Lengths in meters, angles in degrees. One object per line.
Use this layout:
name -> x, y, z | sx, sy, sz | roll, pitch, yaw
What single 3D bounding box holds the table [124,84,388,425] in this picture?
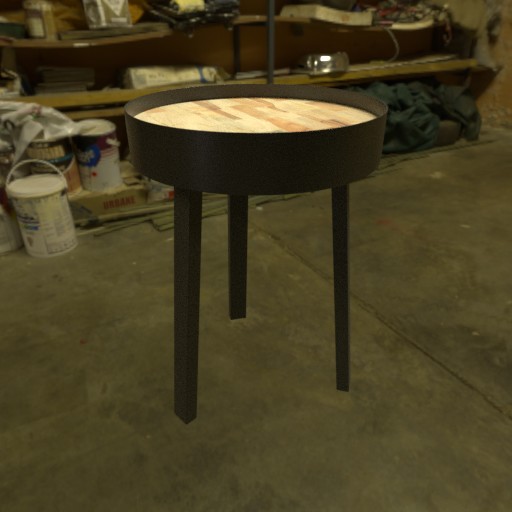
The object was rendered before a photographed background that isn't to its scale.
table -> 0.000, 0.000, 0.840 | 0.406, 0.559, 0.406 | 0, 29, 0
